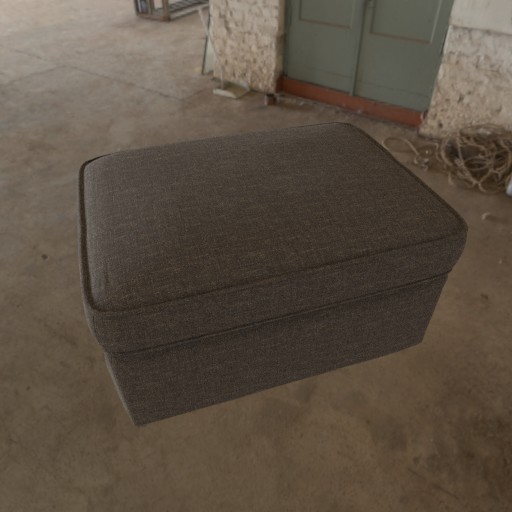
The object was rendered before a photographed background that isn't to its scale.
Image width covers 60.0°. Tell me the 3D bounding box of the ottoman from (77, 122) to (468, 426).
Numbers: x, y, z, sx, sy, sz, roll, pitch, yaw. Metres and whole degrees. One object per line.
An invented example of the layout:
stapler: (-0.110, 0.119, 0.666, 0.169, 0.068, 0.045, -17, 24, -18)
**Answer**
ottoman: (0.000, 0.000, 1.080, 0.749, 0.450, 0.549, -12, 43, -13)
